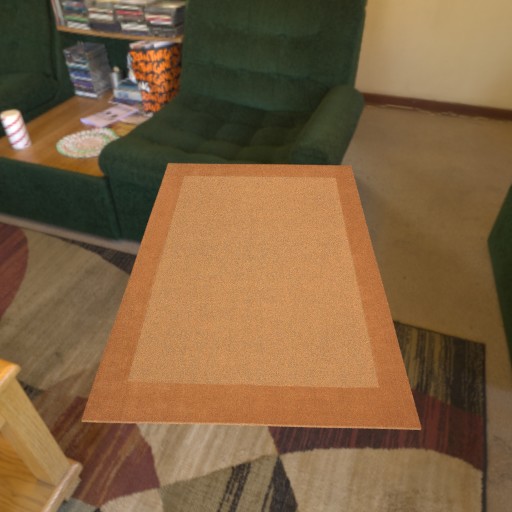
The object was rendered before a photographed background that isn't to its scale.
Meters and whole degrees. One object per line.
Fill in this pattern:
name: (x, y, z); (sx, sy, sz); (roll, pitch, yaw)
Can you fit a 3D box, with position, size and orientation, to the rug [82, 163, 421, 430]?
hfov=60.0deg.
rug: (0.000, 0.000, 2.270); (1.219, 0.014, 1.829); (1, 42, 1)
